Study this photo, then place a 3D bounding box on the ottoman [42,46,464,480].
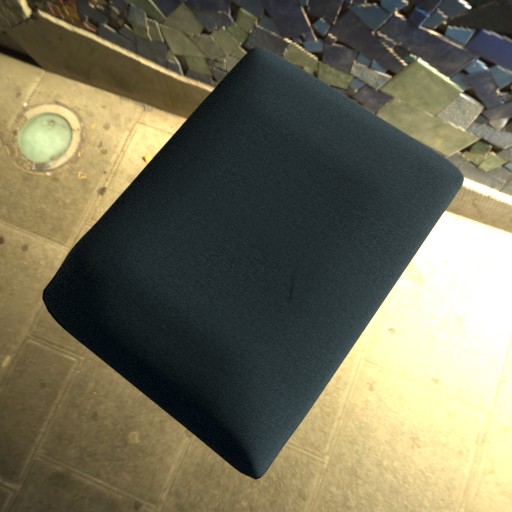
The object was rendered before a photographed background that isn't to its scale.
[{"bbox_3d":[0.000,0.000,1.188,0.629,0.503,0.835,36,78,9],"label":"ottoman"}]
